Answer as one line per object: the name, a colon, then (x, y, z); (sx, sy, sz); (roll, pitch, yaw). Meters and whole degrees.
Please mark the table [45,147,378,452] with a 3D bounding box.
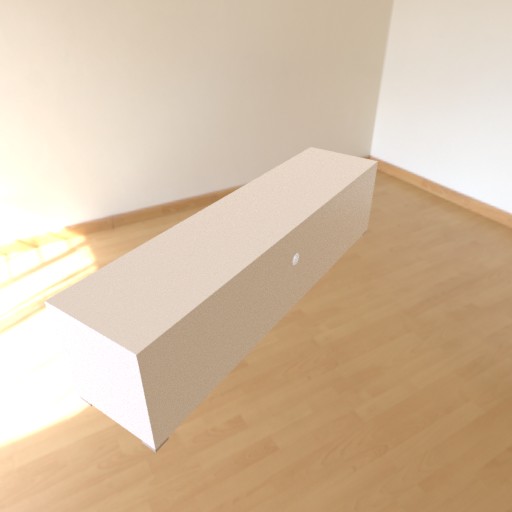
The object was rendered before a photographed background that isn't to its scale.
table: (0.000, 0.000, 1.905); (0.390, 0.420, 1.650); (20, 38, 28)
